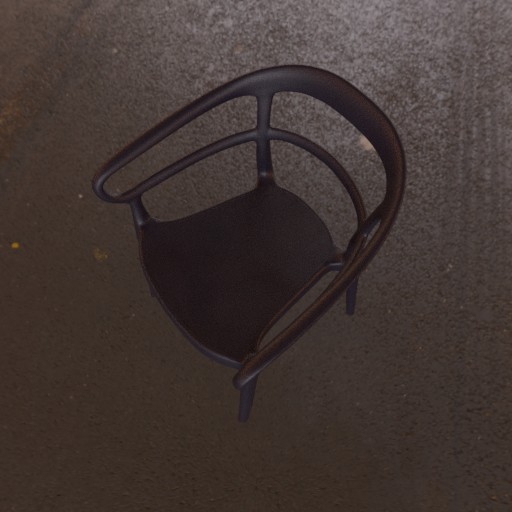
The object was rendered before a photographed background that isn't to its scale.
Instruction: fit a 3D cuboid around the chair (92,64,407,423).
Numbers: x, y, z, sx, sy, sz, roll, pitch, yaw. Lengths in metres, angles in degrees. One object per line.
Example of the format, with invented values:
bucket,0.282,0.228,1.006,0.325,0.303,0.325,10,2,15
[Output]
chair,0.000,0.000,1.122,0.527,0.761,0.559,-34,68,-16
